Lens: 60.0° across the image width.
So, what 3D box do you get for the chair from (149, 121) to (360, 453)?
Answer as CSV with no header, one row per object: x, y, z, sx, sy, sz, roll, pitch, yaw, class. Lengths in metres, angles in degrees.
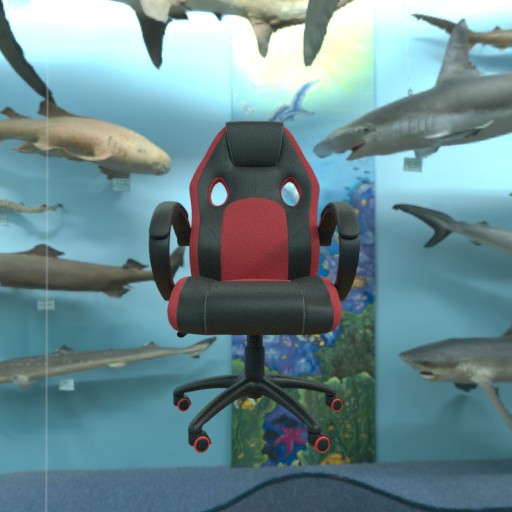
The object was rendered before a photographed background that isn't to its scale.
0.000,0.000,1.627,0.673,1.187,0.724,0,0,0,chair
